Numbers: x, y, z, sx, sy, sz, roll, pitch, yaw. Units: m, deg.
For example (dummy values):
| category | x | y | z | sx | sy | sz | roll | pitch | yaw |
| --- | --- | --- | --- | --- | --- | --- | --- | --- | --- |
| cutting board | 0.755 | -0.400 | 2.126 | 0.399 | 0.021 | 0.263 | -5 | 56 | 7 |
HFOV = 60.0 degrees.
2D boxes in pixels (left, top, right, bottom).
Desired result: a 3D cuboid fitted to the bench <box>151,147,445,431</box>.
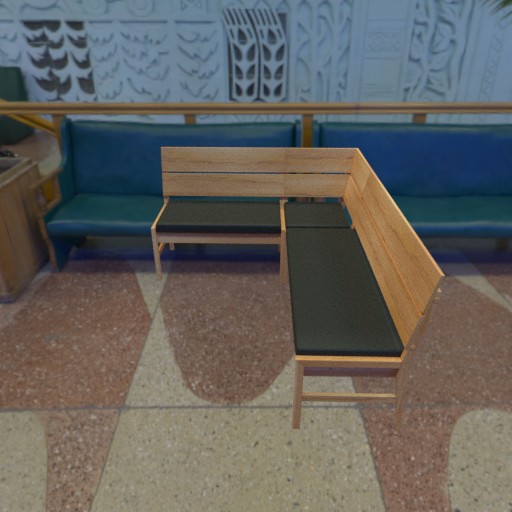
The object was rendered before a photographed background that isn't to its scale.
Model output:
| category | x | y | z | sx | sy | sz | roll | pitch | yaw |
| --- | --- | --- | --- | --- | --- | --- | --- | --- | --- |
| bench | 0.000 | 0.000 | 2.834 | 1.548 | 0.890 | 1.948 | 1 | 28 | 1 |
